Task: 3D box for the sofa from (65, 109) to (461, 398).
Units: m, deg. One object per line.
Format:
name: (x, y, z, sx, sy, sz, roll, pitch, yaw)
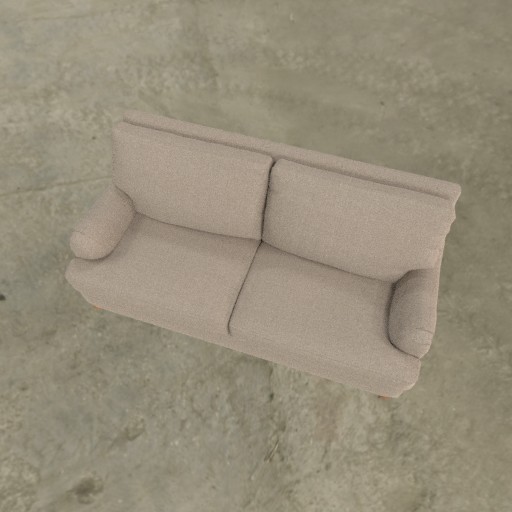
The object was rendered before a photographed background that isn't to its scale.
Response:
sofa: (0.000, 0.000, 2.778, 2.160, 1.054, 1.087, 15, 59, 9)
